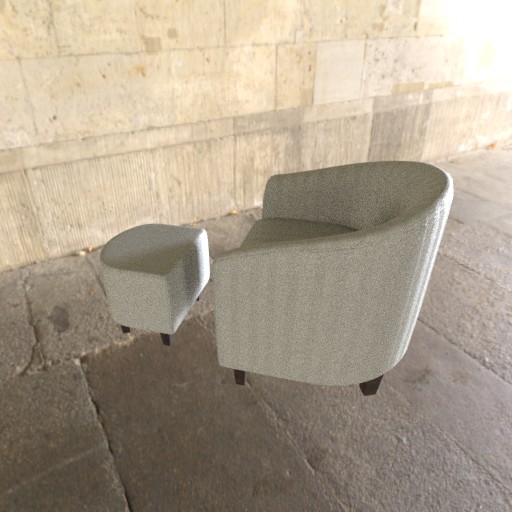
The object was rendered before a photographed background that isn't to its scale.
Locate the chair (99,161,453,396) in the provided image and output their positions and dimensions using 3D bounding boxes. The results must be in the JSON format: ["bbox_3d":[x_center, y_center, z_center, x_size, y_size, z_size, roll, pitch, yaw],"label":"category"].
[{"bbox_3d":[0.000,0.000,1.718,1.288,0.757,0.756,8,31,13],"label":"chair"}]
